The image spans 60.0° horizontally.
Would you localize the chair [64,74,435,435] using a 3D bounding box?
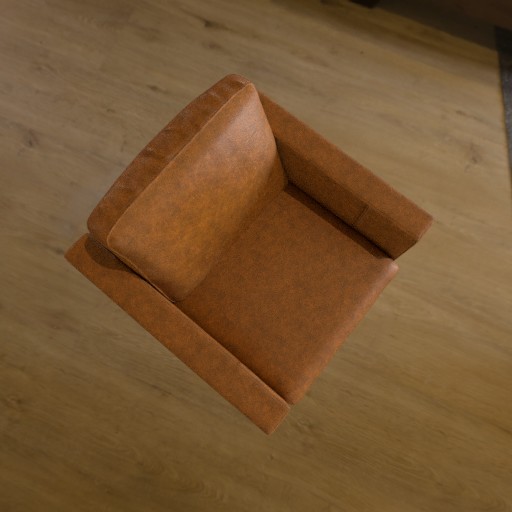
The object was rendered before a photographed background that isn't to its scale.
[{"bbox_3d":[0.000,0.000,1.660,0.909,0.956,0.890,39,79,9],"label":"chair"}]
